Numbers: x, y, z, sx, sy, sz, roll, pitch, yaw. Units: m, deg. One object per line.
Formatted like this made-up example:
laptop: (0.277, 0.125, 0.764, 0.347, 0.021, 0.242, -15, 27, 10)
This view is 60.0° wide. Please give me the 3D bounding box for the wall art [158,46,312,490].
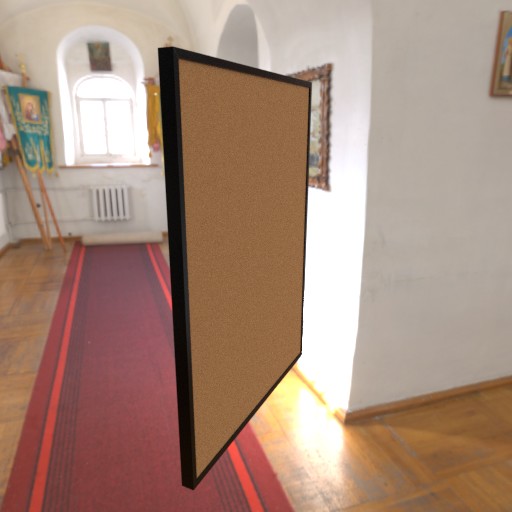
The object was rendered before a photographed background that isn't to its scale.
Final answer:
wall art: (0.000, 0.000, 1.363, 0.040, 1.062, 0.805, 8, 18, 25)
